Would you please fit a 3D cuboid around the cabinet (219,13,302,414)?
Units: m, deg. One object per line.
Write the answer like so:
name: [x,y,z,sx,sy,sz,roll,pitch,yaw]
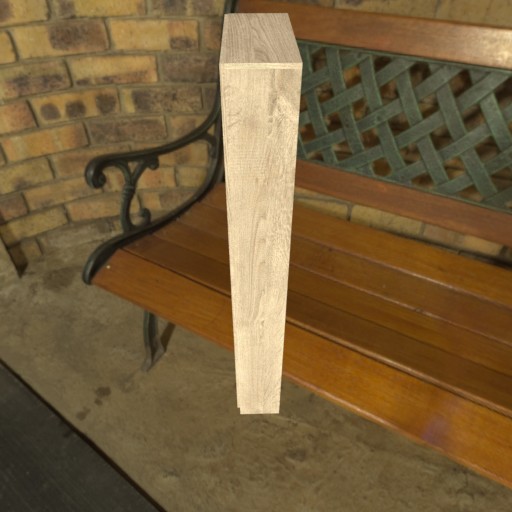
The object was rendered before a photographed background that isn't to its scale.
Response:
cabinet: [0.000,0.000,1.934,0.230,1.790,0.500,-1,42,-1]
